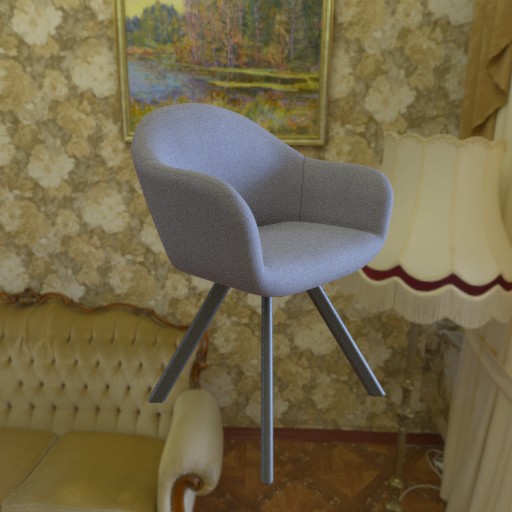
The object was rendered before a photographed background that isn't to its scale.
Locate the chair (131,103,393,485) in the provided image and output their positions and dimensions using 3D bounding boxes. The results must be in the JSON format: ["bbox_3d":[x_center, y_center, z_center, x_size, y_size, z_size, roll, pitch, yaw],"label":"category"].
[{"bbox_3d":[0.000,0.000,1.172,0.550,0.795,0.590,13,19,43],"label":"chair"}]
